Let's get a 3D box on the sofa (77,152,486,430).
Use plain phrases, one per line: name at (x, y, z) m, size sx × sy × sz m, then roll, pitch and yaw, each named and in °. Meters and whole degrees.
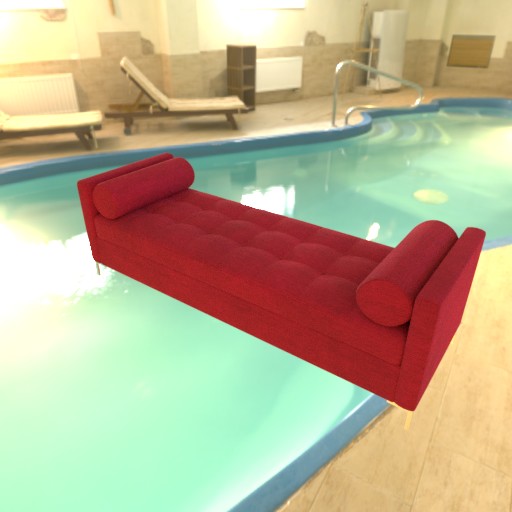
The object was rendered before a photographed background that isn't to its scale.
sofa at (0.000, 0.000, 2.329) m, size 1.981 × 0.635 × 0.686 m, roll 20°, pitch 35°, yaw 31°
